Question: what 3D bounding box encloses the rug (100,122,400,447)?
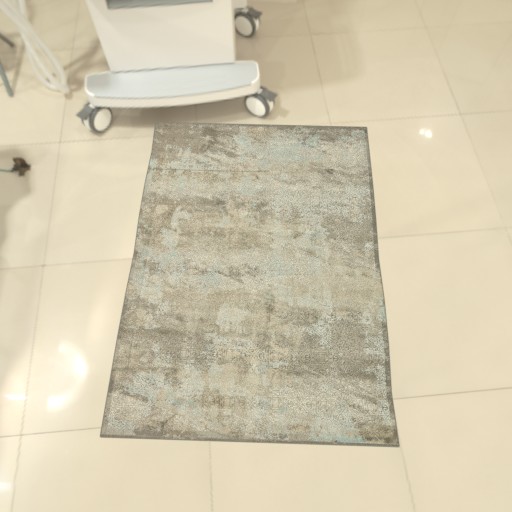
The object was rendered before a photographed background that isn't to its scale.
[{"bbox_3d":[0.000,0.000,4.253,2.393,0.013,3.307,2,64,1],"label":"rug"}]
